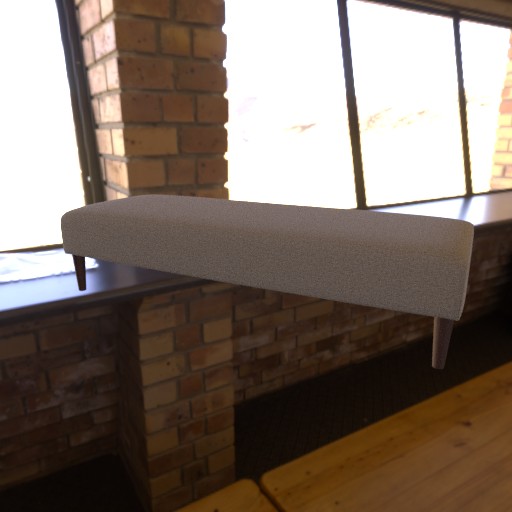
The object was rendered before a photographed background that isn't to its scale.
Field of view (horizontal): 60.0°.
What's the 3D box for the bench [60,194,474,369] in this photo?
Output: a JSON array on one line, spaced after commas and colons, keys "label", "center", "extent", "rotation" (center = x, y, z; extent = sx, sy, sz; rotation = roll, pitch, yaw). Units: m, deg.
[{"label": "bench", "center": [0.000, 0.000, 1.844], "extent": [1.598, 0.383, 0.631], "rotation": [8, 18, 26]}]
